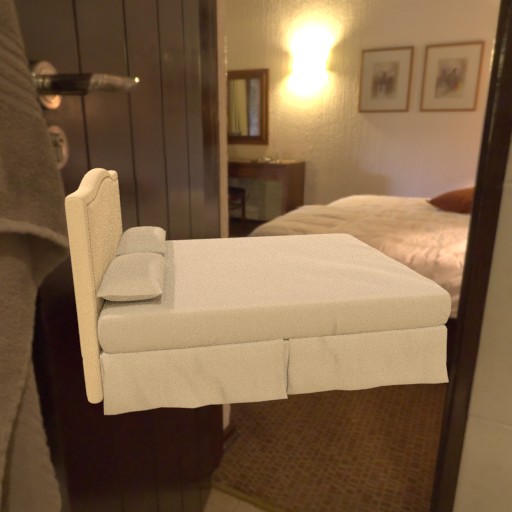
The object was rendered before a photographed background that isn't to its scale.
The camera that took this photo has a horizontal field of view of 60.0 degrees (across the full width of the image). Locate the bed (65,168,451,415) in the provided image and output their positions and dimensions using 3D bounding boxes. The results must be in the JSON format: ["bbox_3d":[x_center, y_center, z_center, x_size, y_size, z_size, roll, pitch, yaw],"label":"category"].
[{"bbox_3d":[0.000,0.000,3.631,2.477,1.437,1.977,-3,16,-10],"label":"bed"}]
